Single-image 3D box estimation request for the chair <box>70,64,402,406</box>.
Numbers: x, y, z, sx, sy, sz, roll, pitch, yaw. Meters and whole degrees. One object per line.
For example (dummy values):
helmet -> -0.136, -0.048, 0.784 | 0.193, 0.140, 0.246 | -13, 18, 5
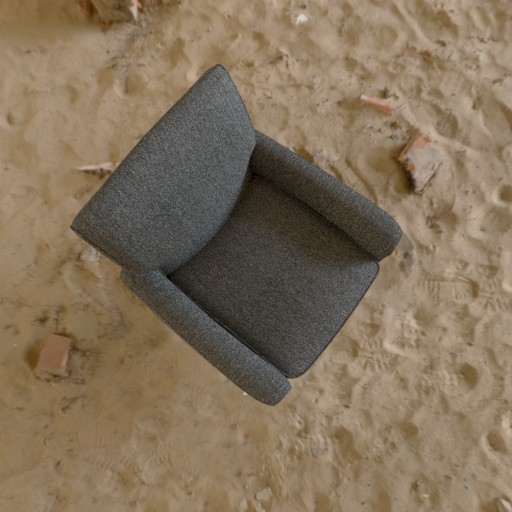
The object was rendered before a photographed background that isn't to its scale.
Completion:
chair -> 0.000, 0.000, 1.720 | 0.864, 1.014, 0.848 | 38, 81, 7
